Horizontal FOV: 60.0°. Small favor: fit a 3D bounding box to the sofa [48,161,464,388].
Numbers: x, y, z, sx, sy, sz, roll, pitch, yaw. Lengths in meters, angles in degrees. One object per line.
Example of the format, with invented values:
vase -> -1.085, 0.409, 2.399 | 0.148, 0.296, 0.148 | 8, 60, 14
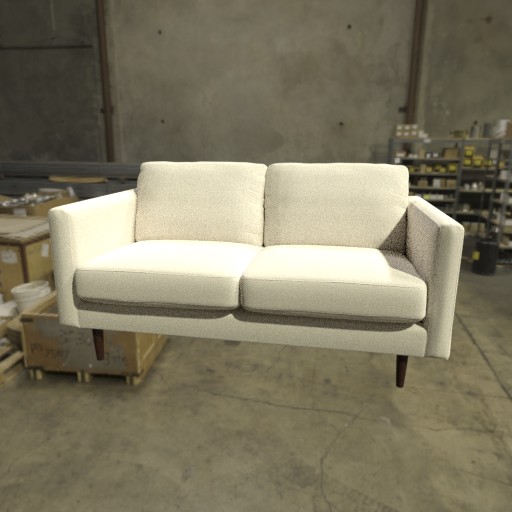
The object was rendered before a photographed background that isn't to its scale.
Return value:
sofa -> 0.000, 0.000, 2.217 | 1.713, 0.893, 0.940 | 3, 15, 10
